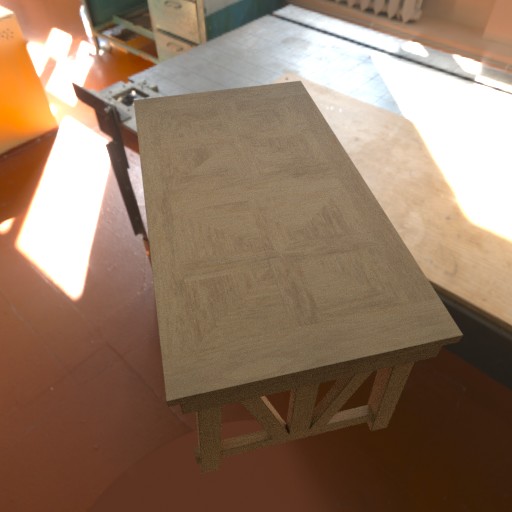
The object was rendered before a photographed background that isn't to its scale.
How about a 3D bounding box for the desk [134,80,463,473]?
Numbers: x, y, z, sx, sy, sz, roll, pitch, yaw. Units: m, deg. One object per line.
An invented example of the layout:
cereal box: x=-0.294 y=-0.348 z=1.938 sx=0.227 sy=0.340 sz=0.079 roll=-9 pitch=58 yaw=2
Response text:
desk: x=0.000 y=0.000 z=1.925 sx=0.813 sy=0.762 sz=1.499 roll=-10 pitch=49 yaw=-9
